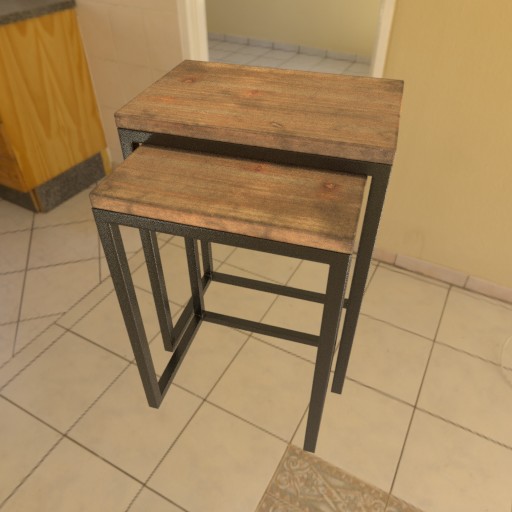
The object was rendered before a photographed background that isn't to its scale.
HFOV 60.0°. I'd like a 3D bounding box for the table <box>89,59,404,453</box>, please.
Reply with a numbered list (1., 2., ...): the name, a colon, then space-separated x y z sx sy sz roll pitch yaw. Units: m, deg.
1. table: 0.000 0.000 0.918 0.456 0.615 0.460 12 42 14
